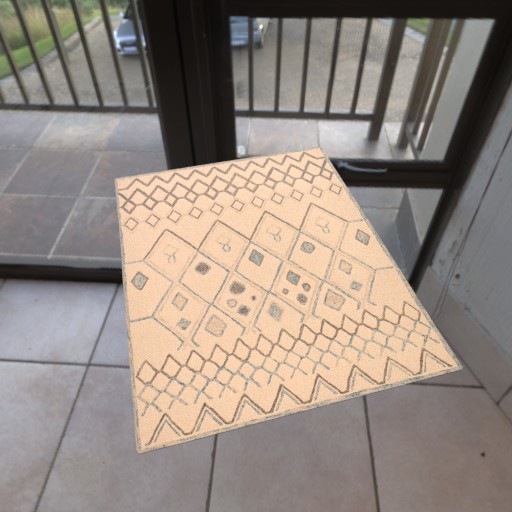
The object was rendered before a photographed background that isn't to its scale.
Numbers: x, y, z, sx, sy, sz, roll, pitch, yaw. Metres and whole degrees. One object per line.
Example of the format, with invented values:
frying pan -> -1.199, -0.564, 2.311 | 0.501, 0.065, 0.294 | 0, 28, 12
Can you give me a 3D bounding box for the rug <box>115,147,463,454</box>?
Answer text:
rug -> 0.000, 0.000, 4.140 | 2.441, 0.013, 3.056 | -11, 48, -10
